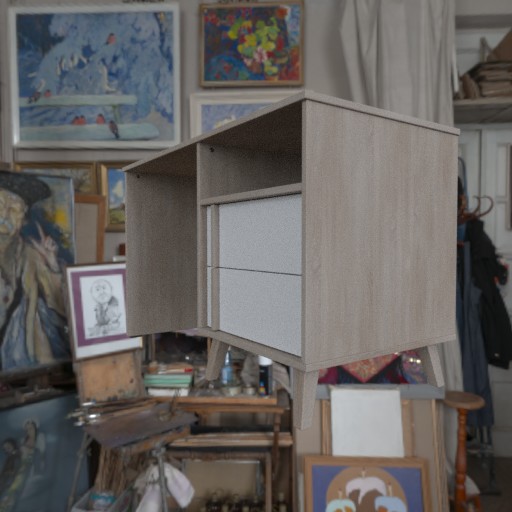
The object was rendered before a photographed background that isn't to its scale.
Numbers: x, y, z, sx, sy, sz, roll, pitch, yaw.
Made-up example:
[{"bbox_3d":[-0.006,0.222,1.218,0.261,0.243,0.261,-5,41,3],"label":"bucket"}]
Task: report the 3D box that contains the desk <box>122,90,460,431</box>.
[{"bbox_3d":[0.000,0.000,1.662,0.600,0.770,1.251,-1,2,-35],"label":"desk"}]
